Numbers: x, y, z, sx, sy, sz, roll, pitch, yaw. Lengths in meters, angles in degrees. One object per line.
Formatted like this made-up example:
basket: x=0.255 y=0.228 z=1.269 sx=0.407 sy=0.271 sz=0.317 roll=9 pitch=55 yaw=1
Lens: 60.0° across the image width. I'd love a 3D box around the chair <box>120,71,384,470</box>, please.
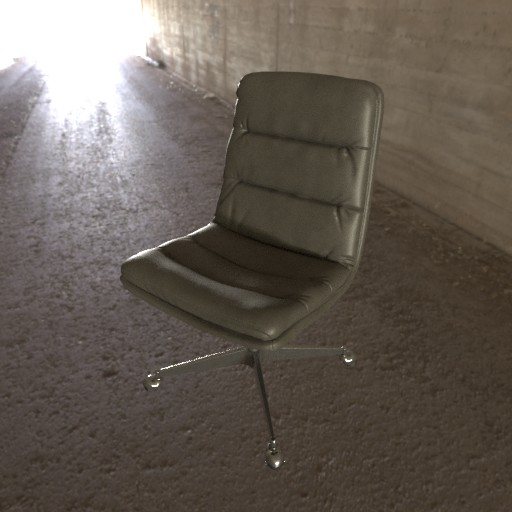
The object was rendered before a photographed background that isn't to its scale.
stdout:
chair: x=0.000 y=0.000 z=1.013 sx=0.422 sy=0.738 sz=0.485 roll=19 pitch=35 yaw=29
